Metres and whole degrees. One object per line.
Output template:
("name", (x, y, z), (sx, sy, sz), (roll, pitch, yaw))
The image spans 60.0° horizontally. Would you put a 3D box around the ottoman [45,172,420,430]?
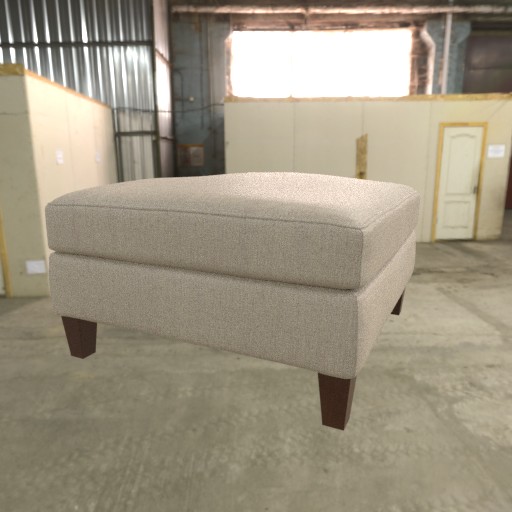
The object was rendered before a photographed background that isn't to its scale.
("ottoman", (0.000, 0.000, 1.337), (0.838, 0.481, 0.838), (6, 15, 25))
